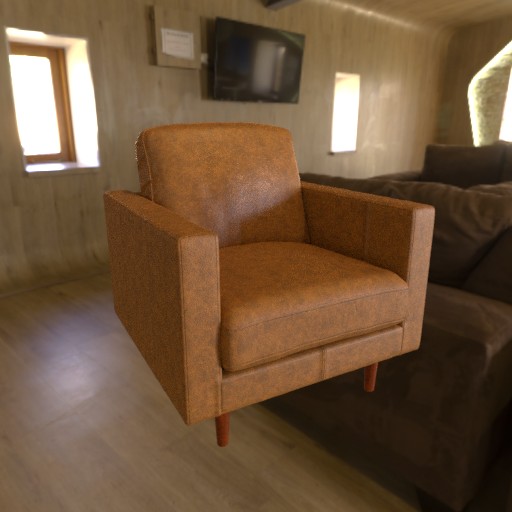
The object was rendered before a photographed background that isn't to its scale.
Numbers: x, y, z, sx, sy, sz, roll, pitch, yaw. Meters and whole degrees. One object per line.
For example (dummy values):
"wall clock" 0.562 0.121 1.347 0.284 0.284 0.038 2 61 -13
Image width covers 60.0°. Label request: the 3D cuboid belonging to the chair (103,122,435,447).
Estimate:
"chair" 0.000 0.000 1.645 0.890 0.956 0.909 -9 19 -28
